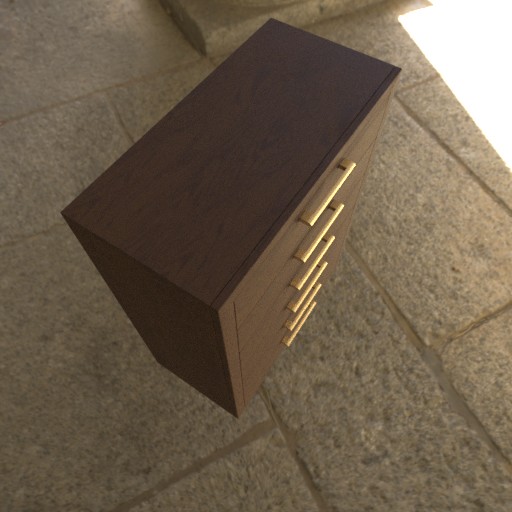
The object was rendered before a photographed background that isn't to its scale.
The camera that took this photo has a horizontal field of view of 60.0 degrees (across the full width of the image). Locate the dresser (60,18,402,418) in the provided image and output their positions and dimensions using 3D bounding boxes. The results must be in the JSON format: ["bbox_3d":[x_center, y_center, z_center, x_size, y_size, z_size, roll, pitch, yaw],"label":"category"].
[{"bbox_3d":[0.000,0.000,1.787,0.516,1.320,0.964,30,64,16],"label":"dresser"}]
